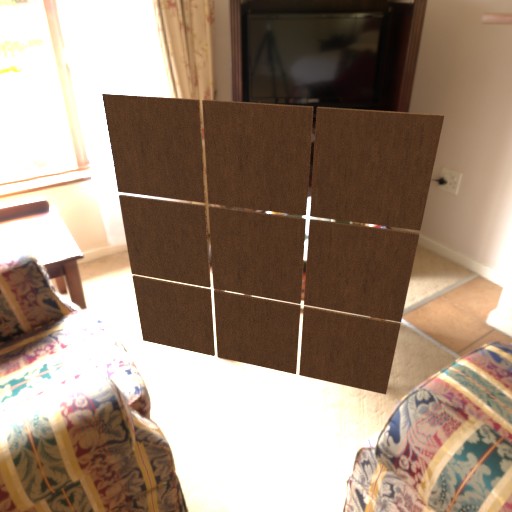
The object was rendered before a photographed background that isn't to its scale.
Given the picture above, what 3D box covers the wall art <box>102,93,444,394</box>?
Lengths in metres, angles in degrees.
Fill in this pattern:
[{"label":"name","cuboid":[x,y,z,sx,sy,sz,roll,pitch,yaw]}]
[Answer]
[{"label":"wall art","cuboid":[0.000,0.000,1.827,1.215,1.213,0.013,9,31,15]}]
